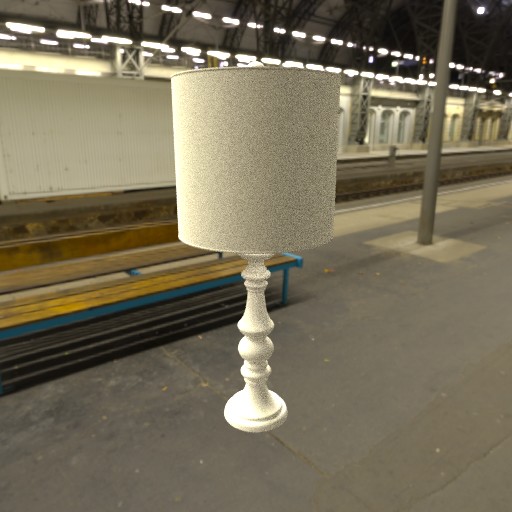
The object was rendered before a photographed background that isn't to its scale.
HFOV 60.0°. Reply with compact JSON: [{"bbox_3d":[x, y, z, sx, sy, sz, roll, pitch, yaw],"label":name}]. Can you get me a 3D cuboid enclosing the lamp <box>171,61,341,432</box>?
[{"bbox_3d":[0.000,0.000,0.737,0.250,0.597,0.250,8,18,27],"label":"lamp"}]
